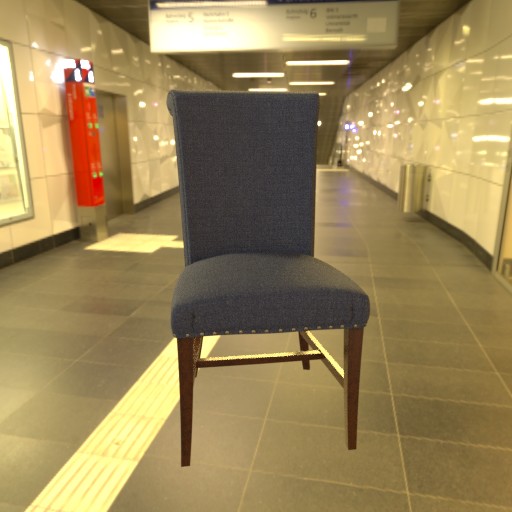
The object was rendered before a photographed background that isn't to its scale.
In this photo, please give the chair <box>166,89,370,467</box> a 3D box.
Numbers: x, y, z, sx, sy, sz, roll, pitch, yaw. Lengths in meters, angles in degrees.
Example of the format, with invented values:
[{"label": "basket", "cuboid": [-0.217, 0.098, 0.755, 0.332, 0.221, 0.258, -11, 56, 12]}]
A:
[{"label": "chair", "cuboid": [0.000, 0.000, 1.343, 0.513, 0.988, 0.608, -2, 15, -8]}]
